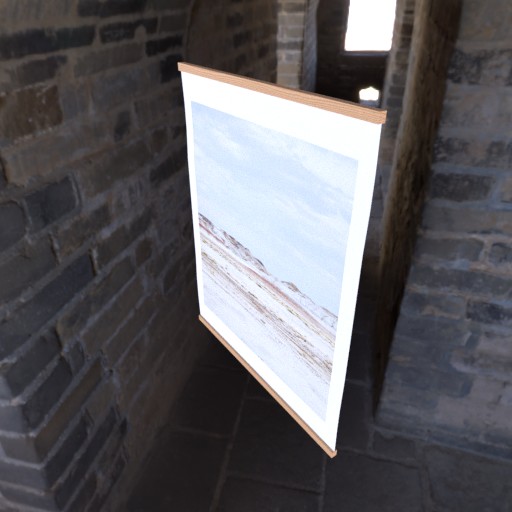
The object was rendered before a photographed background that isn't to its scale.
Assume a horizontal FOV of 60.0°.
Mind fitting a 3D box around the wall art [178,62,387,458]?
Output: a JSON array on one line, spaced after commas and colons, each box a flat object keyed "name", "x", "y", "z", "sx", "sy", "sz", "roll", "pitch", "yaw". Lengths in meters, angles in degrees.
[{"name": "wall art", "x": 0.000, "y": 0.000, "z": 0.679, "sx": 0.010, "sy": 0.507, "sz": 0.404, "roll": -20, "pitch": 36, "yaw": -30}]
